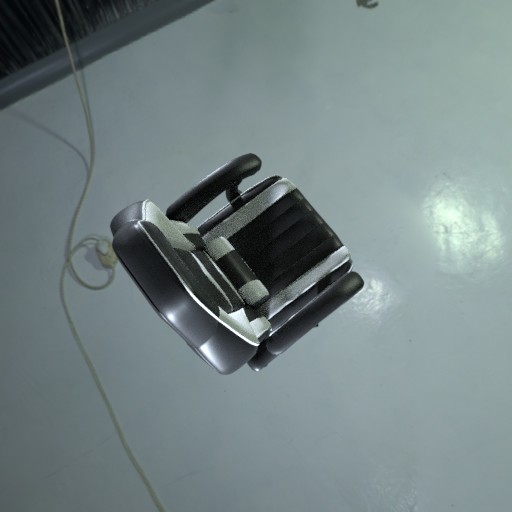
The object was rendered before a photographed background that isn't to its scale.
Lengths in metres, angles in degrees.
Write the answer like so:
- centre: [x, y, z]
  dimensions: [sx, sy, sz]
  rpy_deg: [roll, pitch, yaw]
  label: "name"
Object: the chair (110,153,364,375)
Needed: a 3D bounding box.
- centre: [0.000, 0.000, 1.602]
  dimensions: [0.700, 1.200, 0.676]
  rpy_deg: [-37, 78, -9]
  label: "chair"
